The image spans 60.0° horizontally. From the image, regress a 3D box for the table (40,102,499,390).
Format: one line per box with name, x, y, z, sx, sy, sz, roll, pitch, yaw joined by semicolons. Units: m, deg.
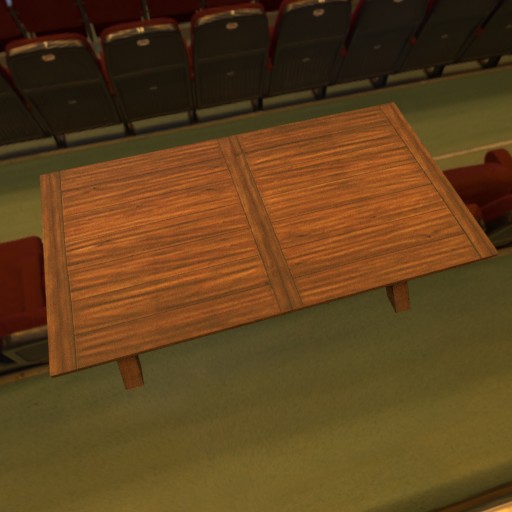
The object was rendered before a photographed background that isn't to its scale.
table;0.000;0.000;2.457;1.966;0.793;1.071;-14;59;-9
